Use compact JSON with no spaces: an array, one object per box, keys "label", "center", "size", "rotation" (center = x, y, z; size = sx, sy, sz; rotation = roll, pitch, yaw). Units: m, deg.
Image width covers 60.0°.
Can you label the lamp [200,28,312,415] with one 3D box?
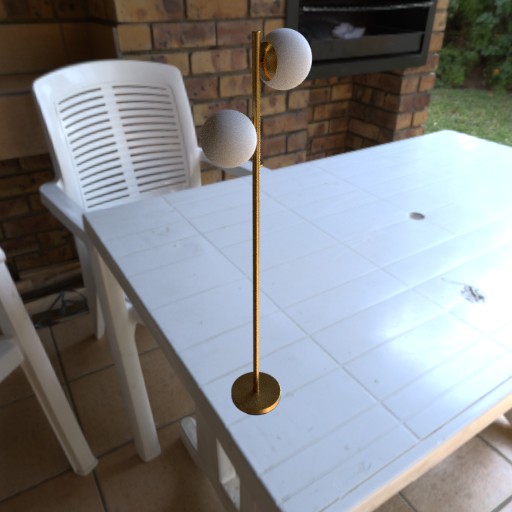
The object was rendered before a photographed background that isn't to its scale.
[{"label":"lamp","center":[0.000,0.000,1.802],"size":[0.419,1.641,0.249],"rotation":[-21,37,-31]}]
